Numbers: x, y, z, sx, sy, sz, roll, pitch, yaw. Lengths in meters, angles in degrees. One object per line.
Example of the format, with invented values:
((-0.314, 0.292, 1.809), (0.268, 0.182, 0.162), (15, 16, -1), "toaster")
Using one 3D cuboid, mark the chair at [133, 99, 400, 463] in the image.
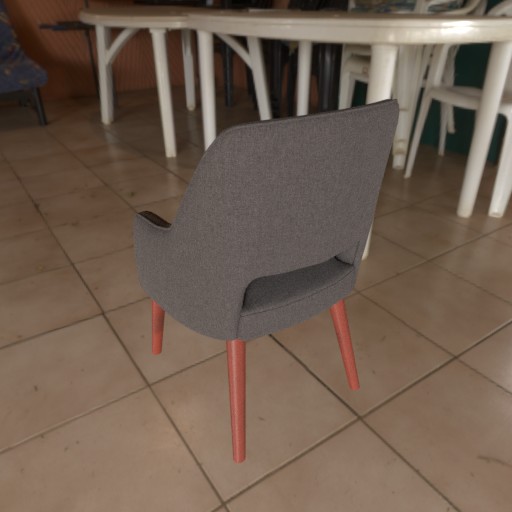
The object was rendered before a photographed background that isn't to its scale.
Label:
((0.000, 0.000, 1.172), (0.559, 0.838, 0.560), (-20, 35, -30), "chair")
